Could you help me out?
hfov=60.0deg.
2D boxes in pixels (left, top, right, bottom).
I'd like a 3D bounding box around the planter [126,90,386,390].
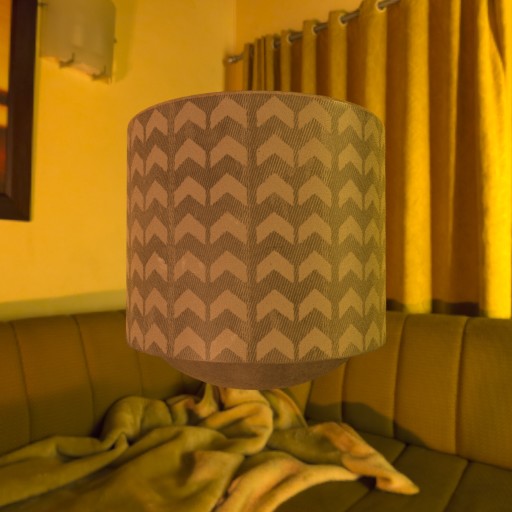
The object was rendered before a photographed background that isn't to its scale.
[{"bbox_3d":[0.000,0.000,0.446,0.250,0.239,0.250,0,-1,0],"label":"planter"}]
